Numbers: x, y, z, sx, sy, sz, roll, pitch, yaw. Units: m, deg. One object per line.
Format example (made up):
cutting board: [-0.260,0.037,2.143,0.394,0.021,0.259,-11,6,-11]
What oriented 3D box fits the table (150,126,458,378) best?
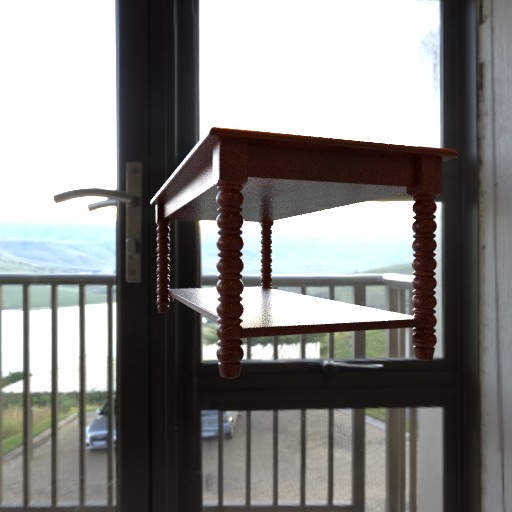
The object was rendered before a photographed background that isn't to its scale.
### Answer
table: [0.000,0.000,1.465,0.580,0.485,1.171,0,0,-19]
